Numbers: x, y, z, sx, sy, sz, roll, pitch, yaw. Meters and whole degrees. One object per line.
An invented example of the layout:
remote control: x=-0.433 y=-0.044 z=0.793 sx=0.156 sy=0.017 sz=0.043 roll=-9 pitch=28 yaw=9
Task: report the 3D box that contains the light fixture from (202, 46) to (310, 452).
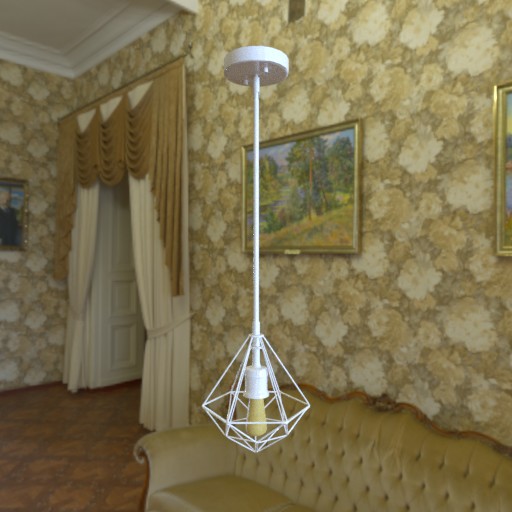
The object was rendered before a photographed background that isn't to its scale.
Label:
light fixture: x=0.000 y=0.000 z=2.002 sx=0.487 sy=1.764 sz=0.431 roll=0 pitch=-1 yaw=-1
